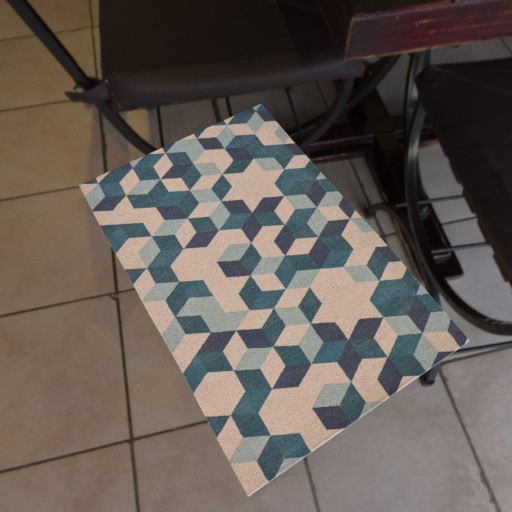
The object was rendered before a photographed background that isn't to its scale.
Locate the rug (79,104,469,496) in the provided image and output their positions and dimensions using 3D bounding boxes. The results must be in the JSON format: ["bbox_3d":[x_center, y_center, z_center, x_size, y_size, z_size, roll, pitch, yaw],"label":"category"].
[{"bbox_3d":[0.000,0.000,2.296,1.235,0.014,1.829,-29,65,-15],"label":"rug"}]
